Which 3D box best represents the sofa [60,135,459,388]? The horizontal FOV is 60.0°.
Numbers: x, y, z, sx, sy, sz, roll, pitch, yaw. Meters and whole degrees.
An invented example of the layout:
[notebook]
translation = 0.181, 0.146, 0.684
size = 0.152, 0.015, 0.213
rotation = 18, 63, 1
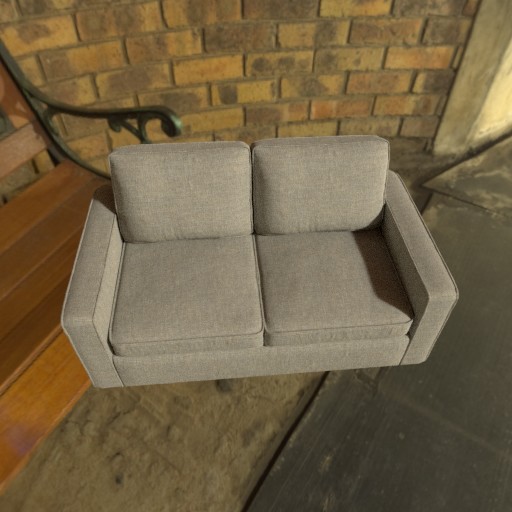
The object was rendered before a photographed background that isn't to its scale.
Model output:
[sofa]
translation = 0.000, 0.000, 2.258
size = 1.706, 0.915, 0.945
rotation = -4, 46, -3
